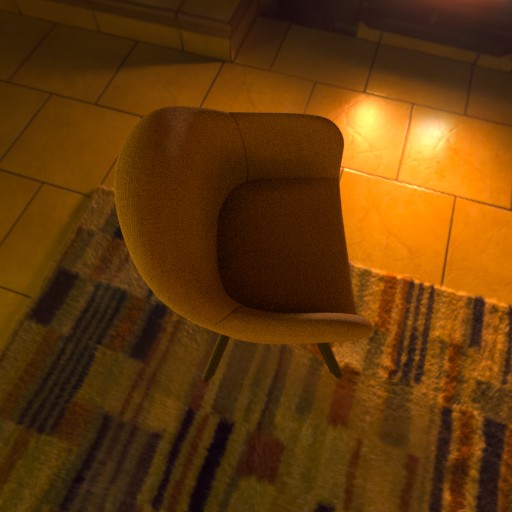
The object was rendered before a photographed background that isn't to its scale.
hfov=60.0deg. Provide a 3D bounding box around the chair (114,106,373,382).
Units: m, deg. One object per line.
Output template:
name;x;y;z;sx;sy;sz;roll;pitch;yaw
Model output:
chair;0.000;0.000;1.197;0.550;0.795;0.590;-1;62;-1
